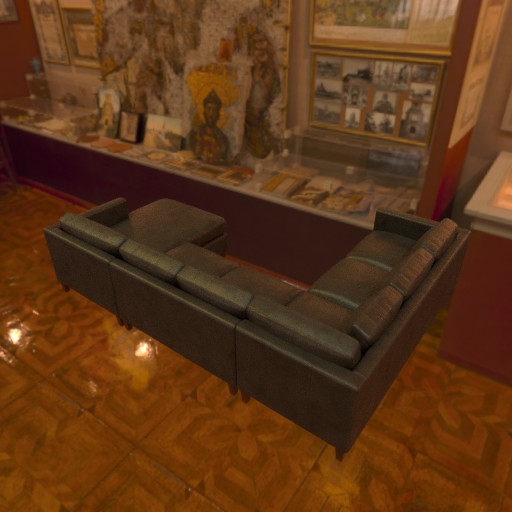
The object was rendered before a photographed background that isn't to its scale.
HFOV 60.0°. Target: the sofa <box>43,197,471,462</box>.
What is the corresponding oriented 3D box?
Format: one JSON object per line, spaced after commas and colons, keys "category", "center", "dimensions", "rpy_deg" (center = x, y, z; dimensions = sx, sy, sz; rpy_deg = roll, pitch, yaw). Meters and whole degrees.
{"category": "sofa", "center": [0.000, 0.000, 4.400], "dimensions": [3.324, 0.891, 2.452], "rpy_deg": [22, 38, 31]}
